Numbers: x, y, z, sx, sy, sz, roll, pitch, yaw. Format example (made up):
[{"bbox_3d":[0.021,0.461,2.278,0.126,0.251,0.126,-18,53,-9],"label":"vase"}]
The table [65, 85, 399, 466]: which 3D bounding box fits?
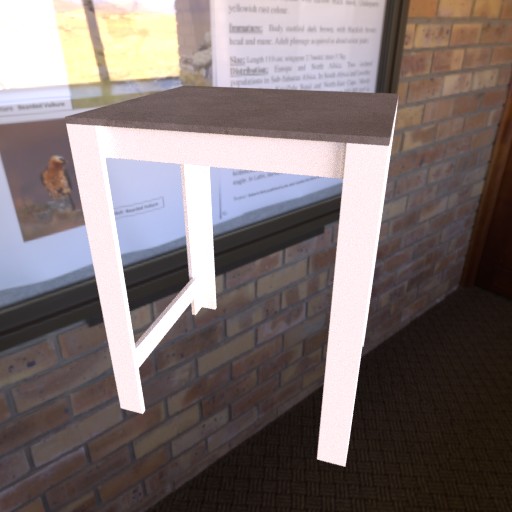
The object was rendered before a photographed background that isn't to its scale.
[{"bbox_3d":[0.000,0.000,1.551,0.800,1.020,0.700,8,29,15],"label":"table"}]
